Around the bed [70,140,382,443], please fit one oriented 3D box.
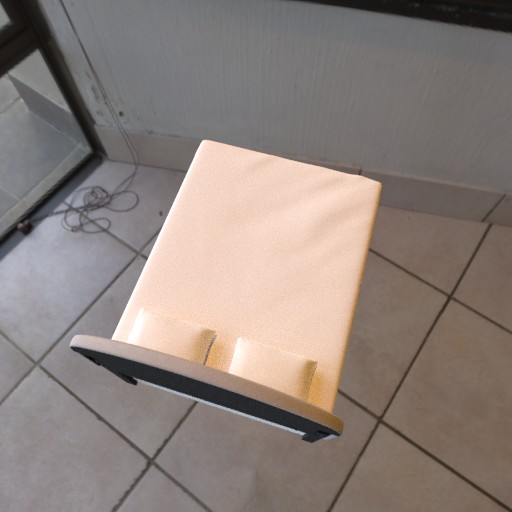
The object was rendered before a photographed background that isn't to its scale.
[{"bbox_3d":[0.000,0.000,3.062,1.607,1.410,2.005,15,65,7],"label":"bed"}]
